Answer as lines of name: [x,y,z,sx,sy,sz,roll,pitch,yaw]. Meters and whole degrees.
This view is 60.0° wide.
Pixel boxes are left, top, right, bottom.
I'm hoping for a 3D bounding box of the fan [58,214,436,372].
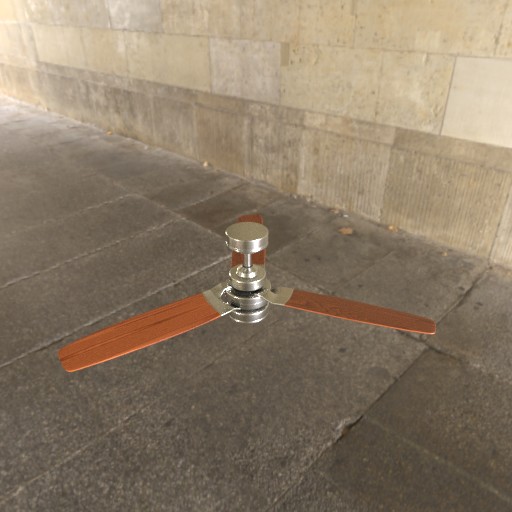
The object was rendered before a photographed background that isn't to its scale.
fan: [0.000,0.000,2.030,1.416,0.410,1.271,0,30,0]
